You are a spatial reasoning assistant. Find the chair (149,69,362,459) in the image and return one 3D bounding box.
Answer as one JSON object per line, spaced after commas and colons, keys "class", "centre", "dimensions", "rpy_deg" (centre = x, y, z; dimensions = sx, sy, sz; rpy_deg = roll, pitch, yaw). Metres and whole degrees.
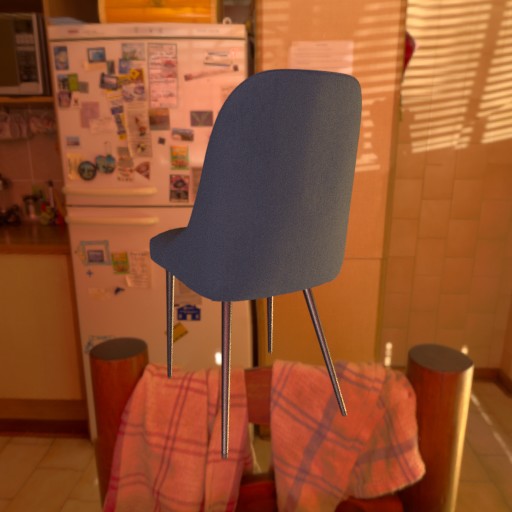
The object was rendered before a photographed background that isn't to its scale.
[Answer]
{"class": "chair", "centre": [0.000, 0.000, 1.240], "dimensions": [0.478, 0.896, 0.559], "rpy_deg": [-8, 16, -27]}
